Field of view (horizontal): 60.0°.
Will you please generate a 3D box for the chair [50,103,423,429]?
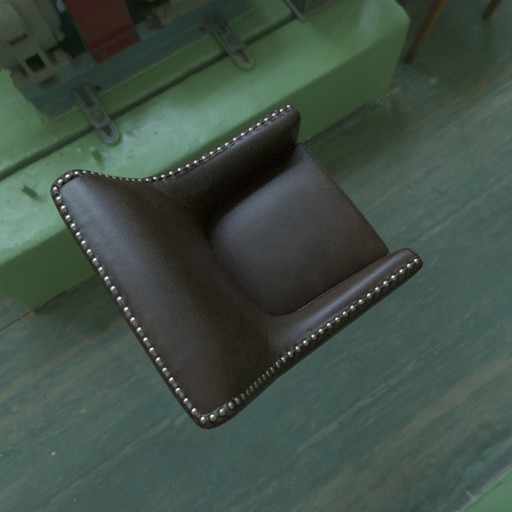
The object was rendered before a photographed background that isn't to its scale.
[{"bbox_3d":[0.000,0.000,1.321,0.704,0.813,0.639,-34,78,-9],"label":"chair"}]
